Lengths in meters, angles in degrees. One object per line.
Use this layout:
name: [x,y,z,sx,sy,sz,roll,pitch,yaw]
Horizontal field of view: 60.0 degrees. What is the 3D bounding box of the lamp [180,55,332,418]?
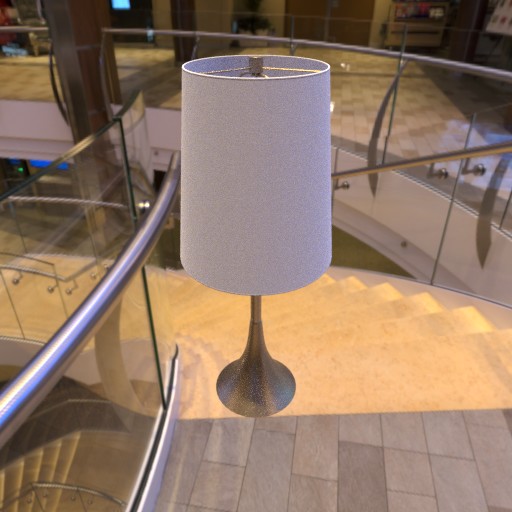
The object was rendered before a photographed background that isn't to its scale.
lamp: [0.000,0.000,0.688,0.231,0.569,0.231,0,31,0]
